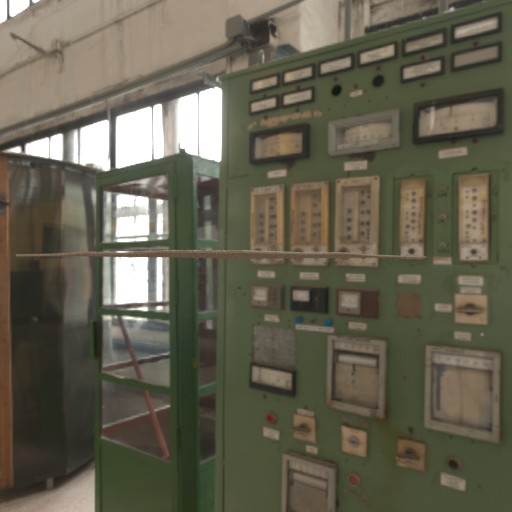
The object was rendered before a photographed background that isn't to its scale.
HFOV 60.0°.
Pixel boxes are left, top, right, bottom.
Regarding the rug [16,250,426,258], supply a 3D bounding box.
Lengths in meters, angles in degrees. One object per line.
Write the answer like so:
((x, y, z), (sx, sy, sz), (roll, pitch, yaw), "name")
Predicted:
((0.000, 0.000, 2.285), (1.220, 0.013, 1.829), (-1, -1, 36), "rug")
